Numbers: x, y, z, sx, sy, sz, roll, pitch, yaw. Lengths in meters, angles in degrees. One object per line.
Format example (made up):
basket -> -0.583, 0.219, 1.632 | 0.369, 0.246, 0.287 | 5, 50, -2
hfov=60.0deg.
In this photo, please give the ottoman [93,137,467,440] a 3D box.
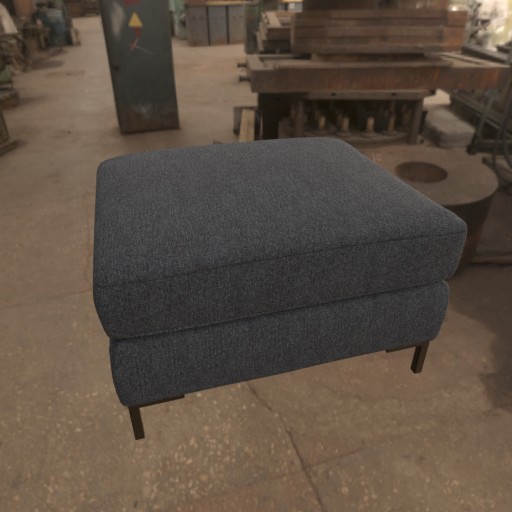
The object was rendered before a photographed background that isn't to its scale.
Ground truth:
ottoman -> 0.000, 0.000, 1.291 | 0.831, 0.533, 0.695 | -9, 33, -14
